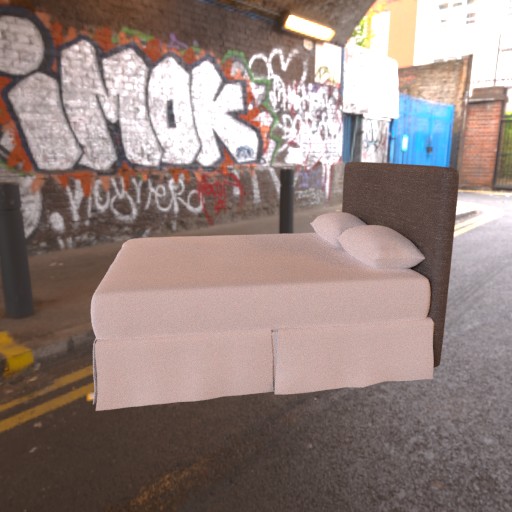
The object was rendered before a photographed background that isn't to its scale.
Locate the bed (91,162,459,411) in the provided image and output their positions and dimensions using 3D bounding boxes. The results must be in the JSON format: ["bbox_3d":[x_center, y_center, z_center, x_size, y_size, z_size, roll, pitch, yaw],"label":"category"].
[{"bbox_3d":[0.000,0.000,3.264,2.142,1.330,1.723,-2,13,-9],"label":"bed"}]
